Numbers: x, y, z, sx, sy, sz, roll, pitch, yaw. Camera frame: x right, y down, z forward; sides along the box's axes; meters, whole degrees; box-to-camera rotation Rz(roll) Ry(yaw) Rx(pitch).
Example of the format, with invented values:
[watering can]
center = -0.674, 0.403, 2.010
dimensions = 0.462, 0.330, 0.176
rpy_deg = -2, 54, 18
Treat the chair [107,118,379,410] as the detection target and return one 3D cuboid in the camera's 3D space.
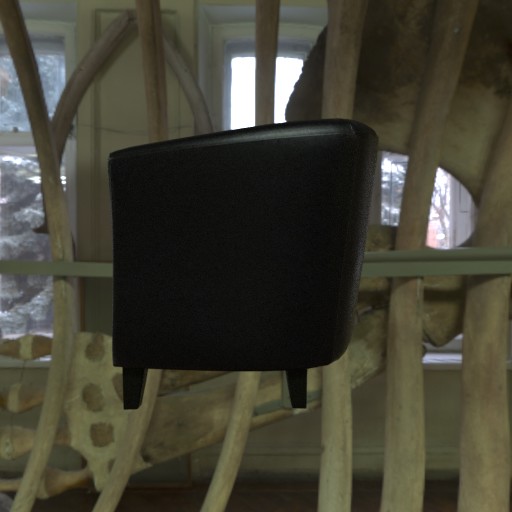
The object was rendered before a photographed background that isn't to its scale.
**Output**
[chair]
center = 0.000, 0.000, 1.425
dimensions = 0.727, 0.756, 0.793
rpy_deg = 0, 1, -1
